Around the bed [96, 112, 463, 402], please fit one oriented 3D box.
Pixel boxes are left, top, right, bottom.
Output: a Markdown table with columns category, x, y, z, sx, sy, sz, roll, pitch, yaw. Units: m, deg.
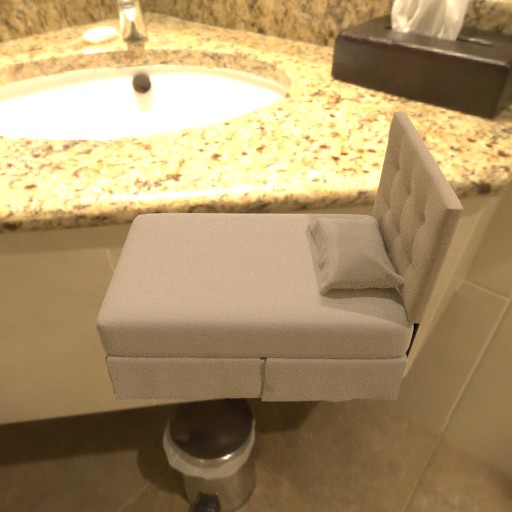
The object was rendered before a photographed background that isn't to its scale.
| category | x | y | z | sx | sy | sz | roll | pitch | yaw |
| --- | --- | --- | --- | --- | --- | --- | --- | --- | --- |
| bed | 0.000 | 0.000 | 3.011 | 1.997 | 1.571 | 1.261 | 0 | 41 | 0 |
